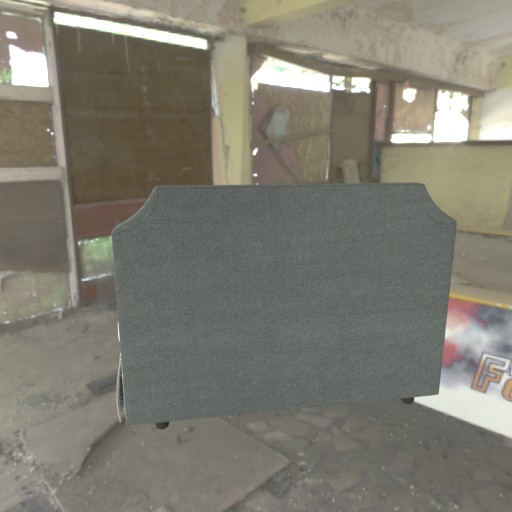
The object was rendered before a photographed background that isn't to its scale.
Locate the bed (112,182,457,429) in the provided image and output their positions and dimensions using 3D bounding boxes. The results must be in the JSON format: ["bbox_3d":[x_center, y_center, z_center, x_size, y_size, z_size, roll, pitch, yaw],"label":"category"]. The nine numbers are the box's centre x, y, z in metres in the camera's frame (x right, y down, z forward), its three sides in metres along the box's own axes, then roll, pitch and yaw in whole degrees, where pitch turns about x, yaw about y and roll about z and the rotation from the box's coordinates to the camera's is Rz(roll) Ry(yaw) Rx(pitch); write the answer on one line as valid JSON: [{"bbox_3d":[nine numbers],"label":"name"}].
[{"bbox_3d":[0.000,0.000,3.537,1.977,1.306,2.464,-2,14,-9],"label":"bed"}]
